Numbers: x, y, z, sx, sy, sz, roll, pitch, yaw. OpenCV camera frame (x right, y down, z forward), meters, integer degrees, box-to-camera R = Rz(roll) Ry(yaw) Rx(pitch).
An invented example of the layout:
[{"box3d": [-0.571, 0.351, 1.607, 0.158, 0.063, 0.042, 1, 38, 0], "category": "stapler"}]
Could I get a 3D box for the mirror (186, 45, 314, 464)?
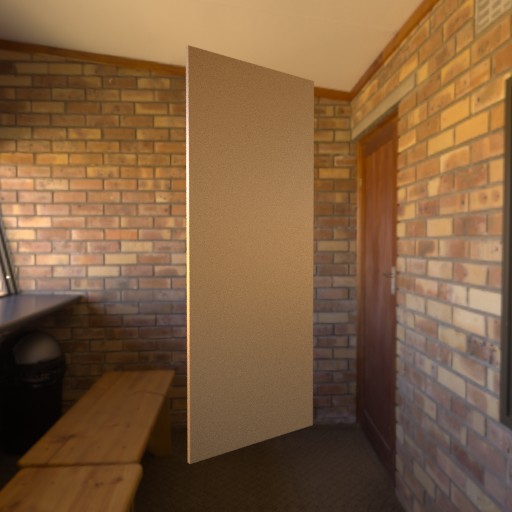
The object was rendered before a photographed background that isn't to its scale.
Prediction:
[{"box3d": [0.000, 0.000, 2.394, 0.812, 2.031, 0.025, -1, 2, -35], "category": "mirror"}]
